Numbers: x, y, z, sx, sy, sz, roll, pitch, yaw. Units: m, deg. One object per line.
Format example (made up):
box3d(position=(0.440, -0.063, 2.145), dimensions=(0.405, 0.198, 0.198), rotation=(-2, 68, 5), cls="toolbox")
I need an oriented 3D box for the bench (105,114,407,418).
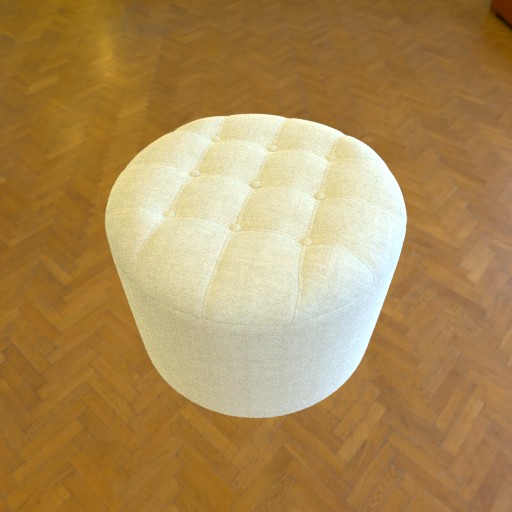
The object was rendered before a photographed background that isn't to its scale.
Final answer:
box3d(position=(0.000, 0.000, 1.026), dimensions=(0.600, 0.453, 0.600), rotation=(0, 48, 0), cls="bench")
